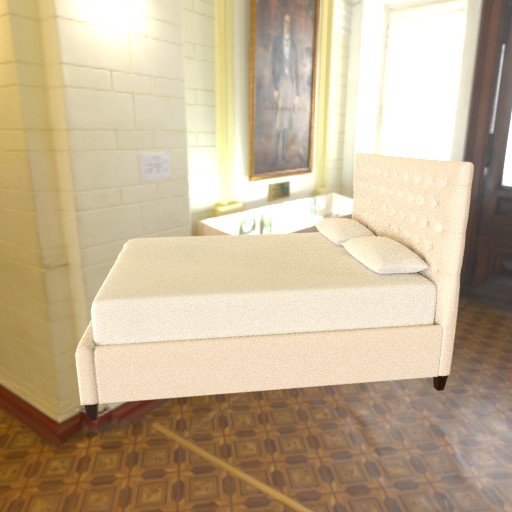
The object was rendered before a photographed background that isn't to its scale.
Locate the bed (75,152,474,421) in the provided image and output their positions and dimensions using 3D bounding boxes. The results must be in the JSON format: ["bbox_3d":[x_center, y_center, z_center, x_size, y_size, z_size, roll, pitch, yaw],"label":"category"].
[{"bbox_3d":[0.000,0.000,3.265,2.233,1.426,1.696,-2,15,-8],"label":"bed"}]
